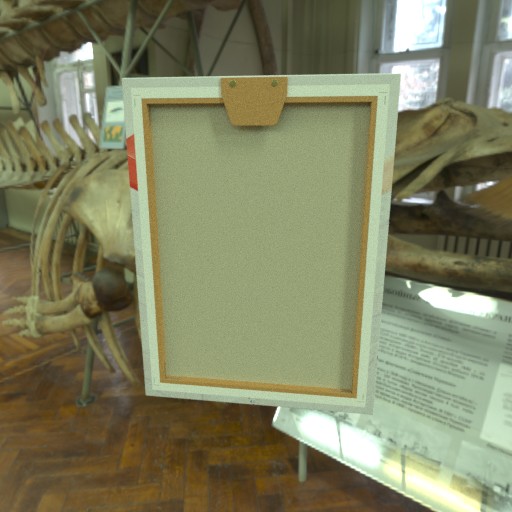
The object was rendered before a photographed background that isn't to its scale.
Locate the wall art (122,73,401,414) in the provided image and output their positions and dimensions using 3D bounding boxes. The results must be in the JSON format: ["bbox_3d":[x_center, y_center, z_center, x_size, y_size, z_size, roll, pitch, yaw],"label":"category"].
[{"bbox_3d":[0.000,0.000,1.342,0.759,1.014,0.045,2,16,8],"label":"wall art"}]
